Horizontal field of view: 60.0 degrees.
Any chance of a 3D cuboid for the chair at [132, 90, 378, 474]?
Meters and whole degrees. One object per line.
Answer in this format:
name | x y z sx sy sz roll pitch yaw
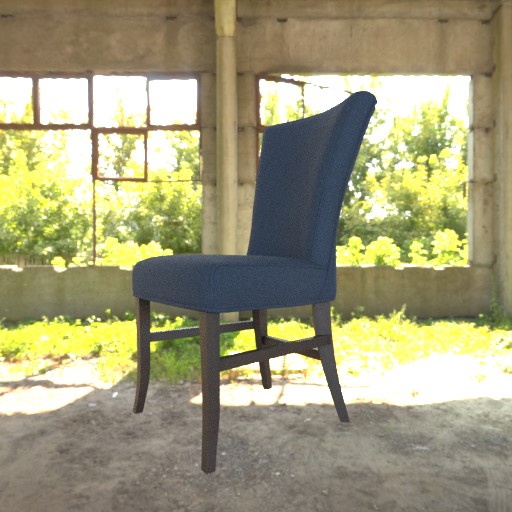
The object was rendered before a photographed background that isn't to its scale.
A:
chair | 0.000 0.000 1.383 0.660 0.991 0.520 0 0 -35
